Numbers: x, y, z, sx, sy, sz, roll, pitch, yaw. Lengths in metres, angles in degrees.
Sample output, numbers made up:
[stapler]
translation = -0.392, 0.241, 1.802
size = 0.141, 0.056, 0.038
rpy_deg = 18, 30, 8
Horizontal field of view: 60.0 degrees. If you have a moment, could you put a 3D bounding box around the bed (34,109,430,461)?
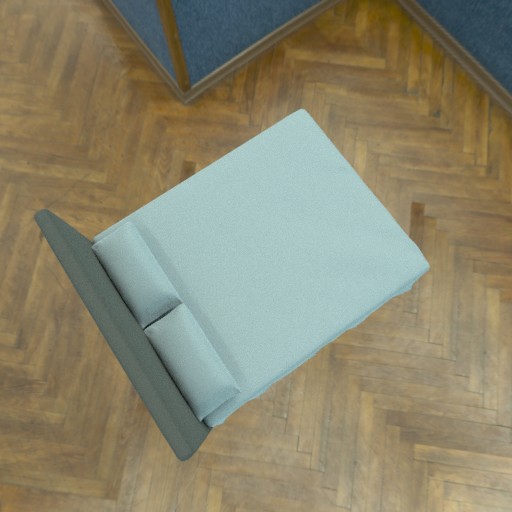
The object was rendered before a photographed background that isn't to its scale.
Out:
[bed]
translation = 0.000, 0.000, 3.252
size = 2.142, 1.330, 1.748
rpy_deg = -34, 78, -8
